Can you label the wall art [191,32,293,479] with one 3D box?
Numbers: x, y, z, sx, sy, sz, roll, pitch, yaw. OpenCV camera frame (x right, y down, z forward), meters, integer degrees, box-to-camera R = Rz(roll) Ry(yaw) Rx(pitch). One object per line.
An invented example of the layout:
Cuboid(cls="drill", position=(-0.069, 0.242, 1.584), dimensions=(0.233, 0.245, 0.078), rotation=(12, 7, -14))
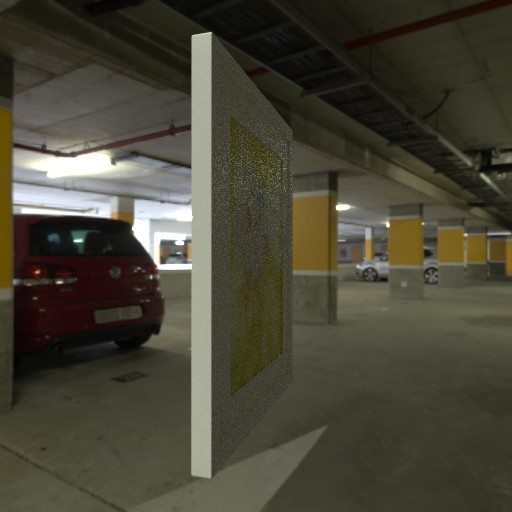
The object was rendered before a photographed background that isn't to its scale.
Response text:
Cuboid(cls="wall art", position=(0.000, 0.000, 0.770), dimensions=(0.028, 0.556, 0.454), rotation=(0, 0, 18))
